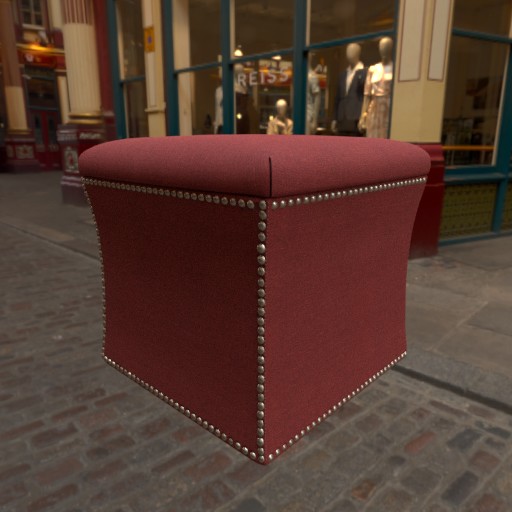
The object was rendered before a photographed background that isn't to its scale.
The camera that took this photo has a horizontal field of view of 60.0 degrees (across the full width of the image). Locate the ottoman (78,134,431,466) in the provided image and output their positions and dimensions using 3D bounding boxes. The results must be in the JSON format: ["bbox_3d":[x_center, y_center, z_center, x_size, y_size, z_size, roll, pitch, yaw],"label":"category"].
[{"bbox_3d":[0.000,0.000,0.897,0.507,0.475,0.497,14,20,41],"label":"ottoman"}]
